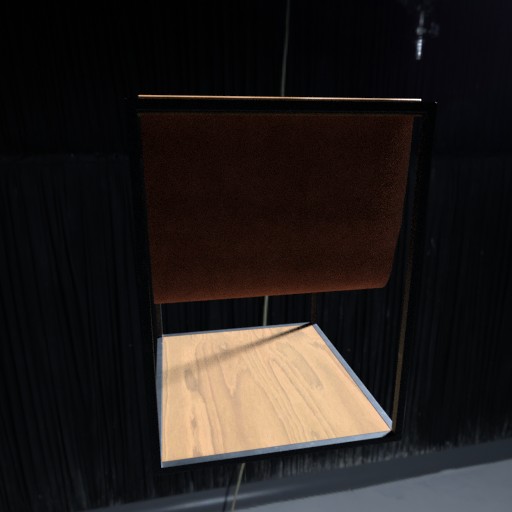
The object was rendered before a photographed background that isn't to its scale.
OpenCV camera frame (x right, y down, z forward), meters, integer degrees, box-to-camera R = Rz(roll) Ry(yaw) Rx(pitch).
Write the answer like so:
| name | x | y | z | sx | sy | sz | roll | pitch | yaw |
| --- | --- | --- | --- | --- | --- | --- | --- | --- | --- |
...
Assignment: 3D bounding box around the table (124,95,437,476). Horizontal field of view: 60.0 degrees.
| name | x | y | z | sx | sy | sz | roll | pitch | yaw |
| --- | --- | --- | --- | --- | --- | --- | --- | --- | --- |
| table | 0.000 | 0.000 | 0.833 | 0.399 | 0.536 | 0.450 | -3 | 16 | -11 |
